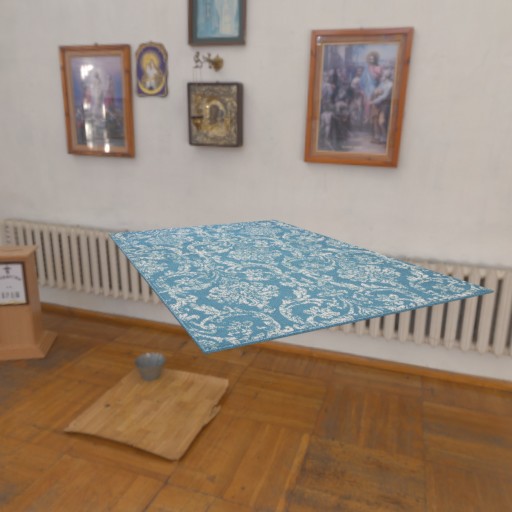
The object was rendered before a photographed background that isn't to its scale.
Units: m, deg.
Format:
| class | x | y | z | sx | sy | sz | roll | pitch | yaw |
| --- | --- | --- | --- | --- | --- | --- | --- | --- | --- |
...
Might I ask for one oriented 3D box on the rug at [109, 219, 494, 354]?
| class | x | y | z | sx | sy | sz | roll | pitch | yaw |
| --- | --- | --- | --- | --- | --- | --- | --- | --- | --- |
| rug | 0.000 | 0.000 | 3.443 | 1.816 | 0.018 | 2.746 | -7 | 16 | -25 |
